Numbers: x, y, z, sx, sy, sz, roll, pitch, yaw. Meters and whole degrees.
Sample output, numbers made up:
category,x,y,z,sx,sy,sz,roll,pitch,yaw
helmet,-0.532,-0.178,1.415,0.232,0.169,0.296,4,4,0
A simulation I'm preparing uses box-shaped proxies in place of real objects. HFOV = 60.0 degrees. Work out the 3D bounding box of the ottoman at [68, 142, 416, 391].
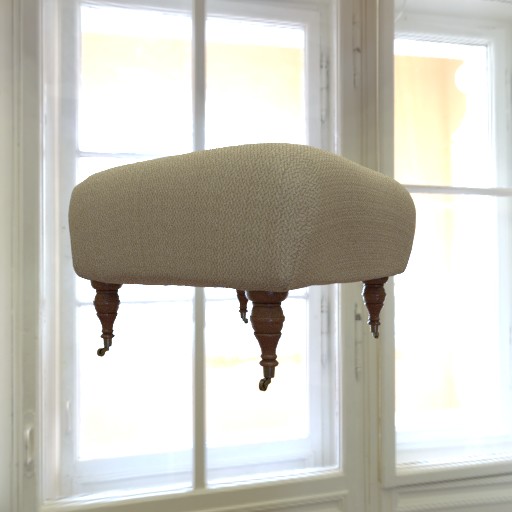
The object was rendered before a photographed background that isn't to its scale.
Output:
category,x,y,z,sx,sy,sz,roll,pitch,yaw
ottoman,0.000,0.000,1.089,0.622,0.447,0.684,0,0,35
